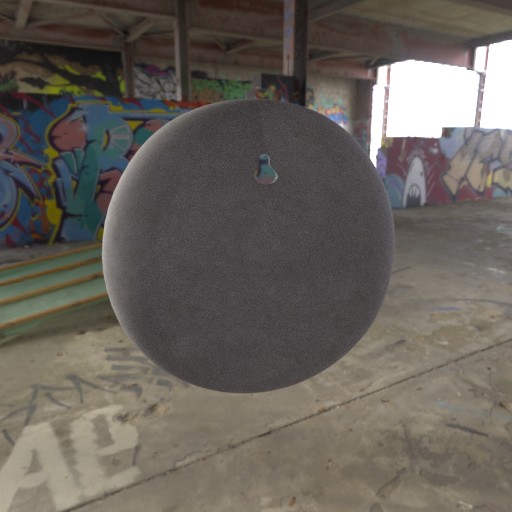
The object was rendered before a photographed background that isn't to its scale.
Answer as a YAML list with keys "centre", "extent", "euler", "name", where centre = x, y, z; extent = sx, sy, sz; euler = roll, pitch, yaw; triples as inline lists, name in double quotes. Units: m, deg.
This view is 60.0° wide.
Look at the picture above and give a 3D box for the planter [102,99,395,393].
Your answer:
- centre: [0.000, 0.000, 0.280]
  extent: [0.185, 0.188, 0.071]
  euler: [-3, 14, -10]
  name: "planter"
